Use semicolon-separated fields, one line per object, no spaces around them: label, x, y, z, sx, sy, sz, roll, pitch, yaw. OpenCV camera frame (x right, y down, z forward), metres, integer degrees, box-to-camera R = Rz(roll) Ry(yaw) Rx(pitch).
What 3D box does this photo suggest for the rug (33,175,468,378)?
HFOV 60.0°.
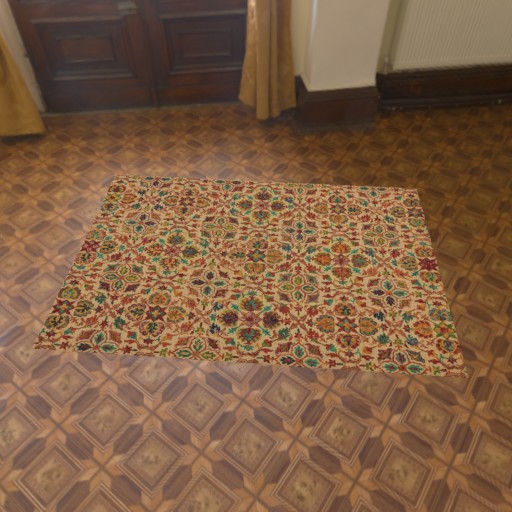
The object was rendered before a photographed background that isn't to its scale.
rug;0.000;0.000;2.847;2.297;0.018;1.541;3;47;3
